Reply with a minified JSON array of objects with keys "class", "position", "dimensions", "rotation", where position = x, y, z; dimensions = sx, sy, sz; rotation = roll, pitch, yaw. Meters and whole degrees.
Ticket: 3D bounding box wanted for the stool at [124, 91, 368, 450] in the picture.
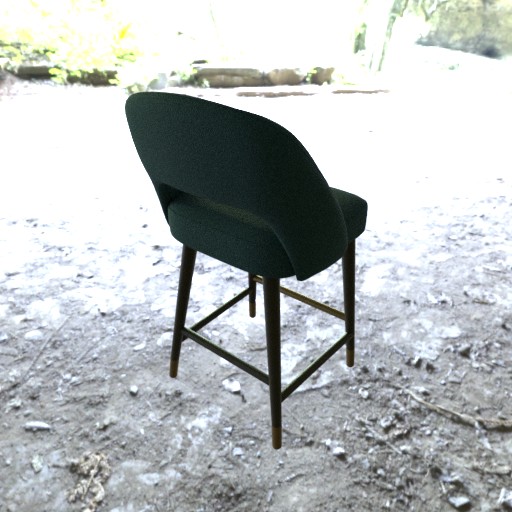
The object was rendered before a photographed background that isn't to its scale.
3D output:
[{"class":"stool","position":[0.000,0.000,1.261],"dimensions":[0.536,0.939,0.522],"rotation":[22,36,33]}]
